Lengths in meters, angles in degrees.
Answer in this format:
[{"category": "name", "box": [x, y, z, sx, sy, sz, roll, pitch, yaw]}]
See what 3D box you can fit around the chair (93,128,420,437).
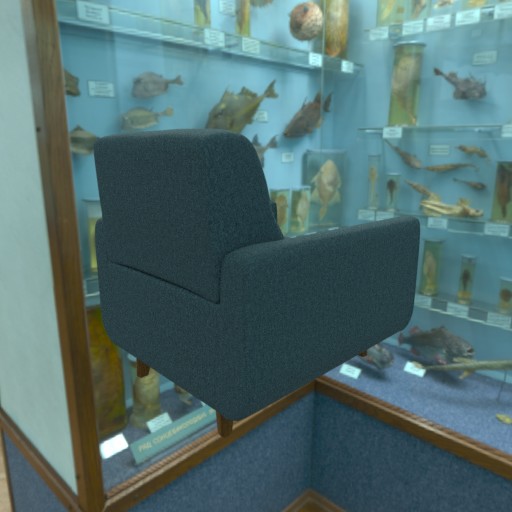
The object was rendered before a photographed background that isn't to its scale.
[{"category": "chair", "box": [0.000, 0.000, 1.732, 0.964, 0.940, 0.880, -13, 19, -42]}]
